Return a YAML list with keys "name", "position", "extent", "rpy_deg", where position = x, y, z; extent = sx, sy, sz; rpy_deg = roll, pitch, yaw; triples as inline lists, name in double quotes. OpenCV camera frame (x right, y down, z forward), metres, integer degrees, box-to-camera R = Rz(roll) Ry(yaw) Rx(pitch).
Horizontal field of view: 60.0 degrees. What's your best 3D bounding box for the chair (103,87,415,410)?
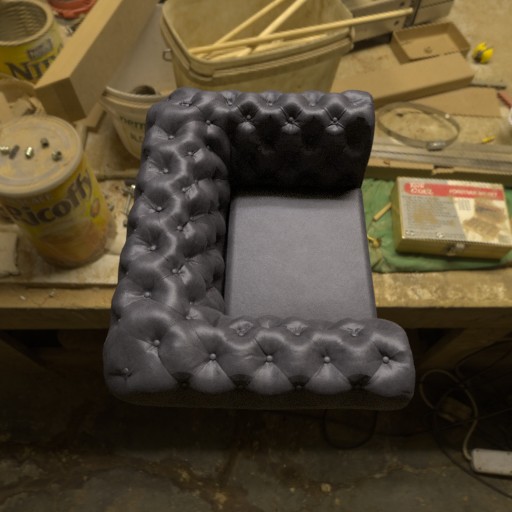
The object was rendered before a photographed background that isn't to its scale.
- name: "chair"
  position: [0.000, 0.000, 1.840]
  extent: [0.943, 0.780, 1.298]
  rpy_deg: [1, 61, 1]
